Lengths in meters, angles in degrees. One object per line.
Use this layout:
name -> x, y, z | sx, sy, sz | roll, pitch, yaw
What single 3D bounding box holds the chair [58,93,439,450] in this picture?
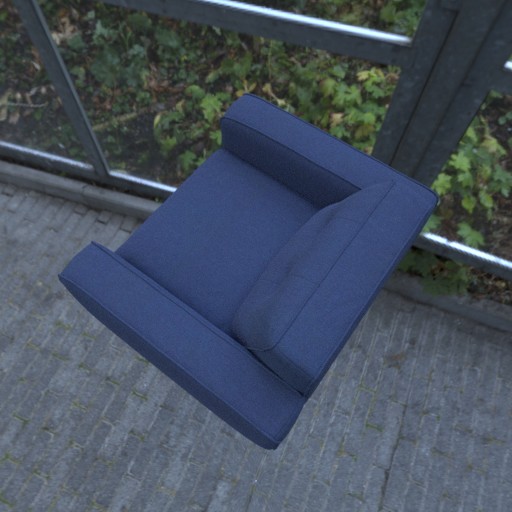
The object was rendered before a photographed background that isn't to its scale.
chair -> 0.000, 0.000, 1.761 | 0.953, 0.783, 1.118 | 33, 68, 16
